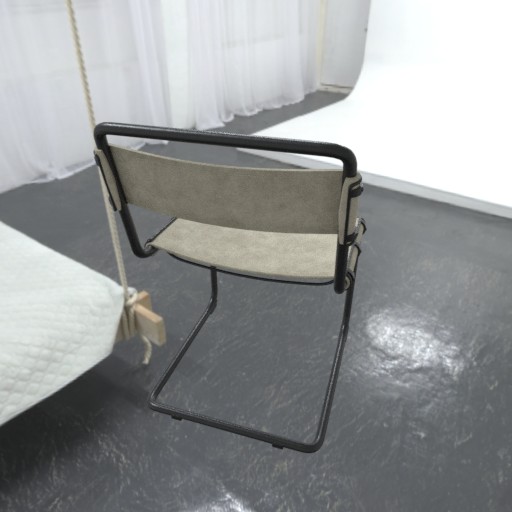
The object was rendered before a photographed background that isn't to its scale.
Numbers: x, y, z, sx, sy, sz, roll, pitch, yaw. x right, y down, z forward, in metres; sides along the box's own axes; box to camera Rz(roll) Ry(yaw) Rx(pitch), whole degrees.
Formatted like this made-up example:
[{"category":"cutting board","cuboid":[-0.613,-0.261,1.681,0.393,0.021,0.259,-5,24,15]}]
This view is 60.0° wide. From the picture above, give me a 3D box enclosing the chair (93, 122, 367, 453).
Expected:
[{"category":"chair","cuboid":[0.000,0.000,1.100,0.499,0.747,0.497,9,33,15]}]
